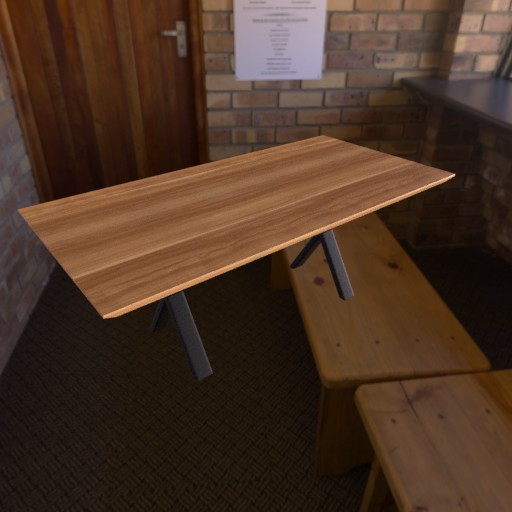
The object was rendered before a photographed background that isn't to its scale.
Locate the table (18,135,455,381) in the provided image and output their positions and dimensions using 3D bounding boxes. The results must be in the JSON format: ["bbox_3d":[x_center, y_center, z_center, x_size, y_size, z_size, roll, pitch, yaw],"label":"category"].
[{"bbox_3d":[0.000,0.000,2.427,2.000,0.770,1.000,-22,37,-32],"label":"table"}]
